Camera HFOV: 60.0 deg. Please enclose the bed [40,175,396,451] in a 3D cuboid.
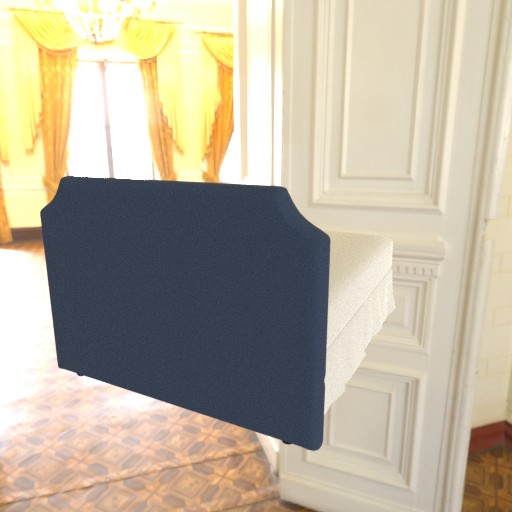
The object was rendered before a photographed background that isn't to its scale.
[{"bbox_3d":[0.000,0.000,3.346,1.831,1.297,2.260,7,16,26],"label":"bed"}]
